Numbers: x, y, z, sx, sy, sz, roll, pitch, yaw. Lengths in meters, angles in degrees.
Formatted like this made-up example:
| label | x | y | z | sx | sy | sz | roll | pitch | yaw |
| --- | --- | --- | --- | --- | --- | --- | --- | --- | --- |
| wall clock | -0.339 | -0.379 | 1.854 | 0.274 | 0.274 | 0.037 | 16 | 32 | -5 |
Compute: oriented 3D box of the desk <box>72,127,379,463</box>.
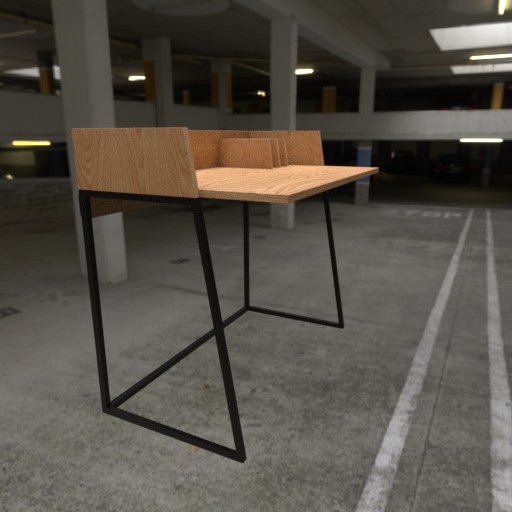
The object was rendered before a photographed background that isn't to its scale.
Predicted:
| label | x | y | z | sx | sy | sz | roll | pitch | yaw |
| --- | --- | --- | --- | --- | --- | --- | --- | --- | --- |
| desk | 0.000 | 0.000 | 1.936 | 0.769 | 1.061 | 1.191 | 8 | 17 | 26 |
